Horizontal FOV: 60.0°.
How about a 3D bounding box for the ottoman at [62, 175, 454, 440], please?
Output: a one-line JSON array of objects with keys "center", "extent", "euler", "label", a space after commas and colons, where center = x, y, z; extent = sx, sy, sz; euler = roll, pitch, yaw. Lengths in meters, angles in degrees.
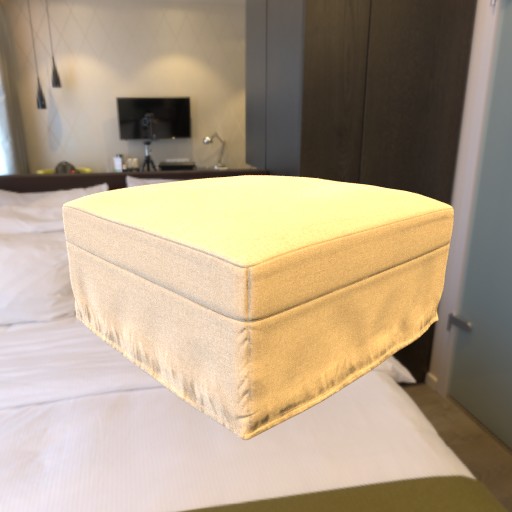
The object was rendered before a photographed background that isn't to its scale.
[{"center": [0.000, 0.000, 1.335], "extent": [0.840, 0.436, 0.843], "euler": [-15, 22, -41], "label": "ottoman"}]
